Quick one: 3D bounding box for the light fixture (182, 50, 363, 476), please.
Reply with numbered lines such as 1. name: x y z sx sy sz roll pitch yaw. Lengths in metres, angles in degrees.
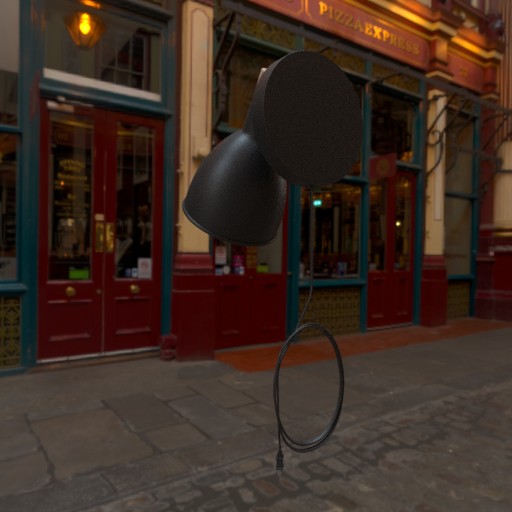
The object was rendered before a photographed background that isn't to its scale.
1. light fixture: 0.000 0.000 0.501 0.127 0.401 0.203 0 0 -35
